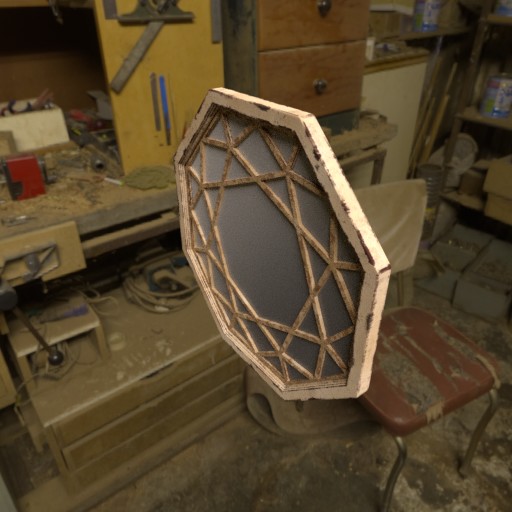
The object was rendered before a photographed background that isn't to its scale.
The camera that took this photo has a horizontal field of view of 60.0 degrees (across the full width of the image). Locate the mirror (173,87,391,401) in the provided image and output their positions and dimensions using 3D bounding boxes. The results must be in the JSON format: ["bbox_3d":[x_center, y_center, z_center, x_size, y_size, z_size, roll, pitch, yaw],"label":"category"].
[{"bbox_3d":[0.000,0.000,0.955,0.031,0.648,0.648,-21,37,-31],"label":"mirror"}]
